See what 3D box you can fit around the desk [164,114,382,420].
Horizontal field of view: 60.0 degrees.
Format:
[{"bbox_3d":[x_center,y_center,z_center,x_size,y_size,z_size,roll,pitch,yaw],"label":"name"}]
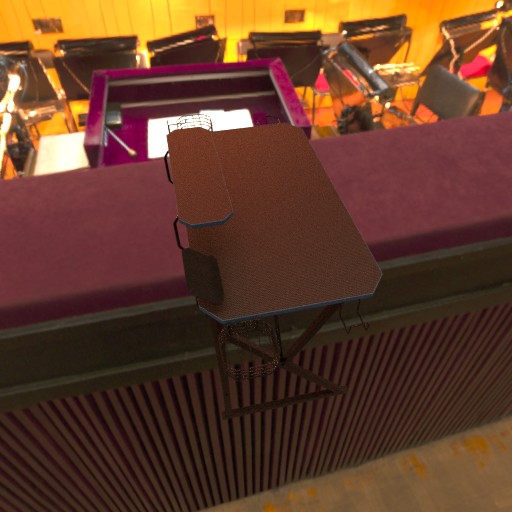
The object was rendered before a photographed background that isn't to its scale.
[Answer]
[{"bbox_3d":[0.000,0.000,1.792,0.594,0.909,1.295,-9,47,-9],"label":"desk"}]
